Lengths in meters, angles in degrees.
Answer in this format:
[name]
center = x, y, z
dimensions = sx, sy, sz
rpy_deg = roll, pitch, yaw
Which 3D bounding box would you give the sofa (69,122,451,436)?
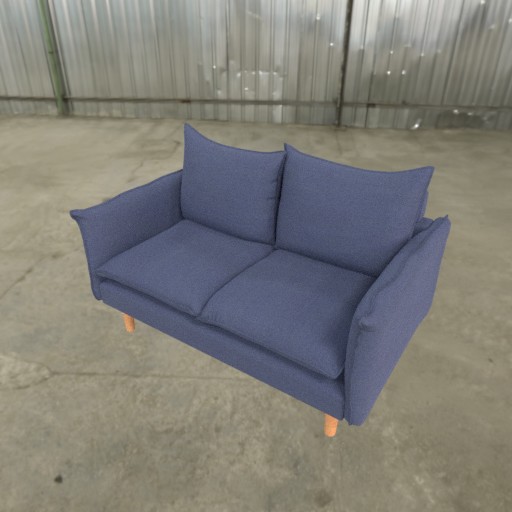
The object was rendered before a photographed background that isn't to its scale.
[sofa]
center = 0.000, 0.000, 1.826
dimensions = 1.300, 0.840, 0.820
rpy_deg = 19, 35, 29
